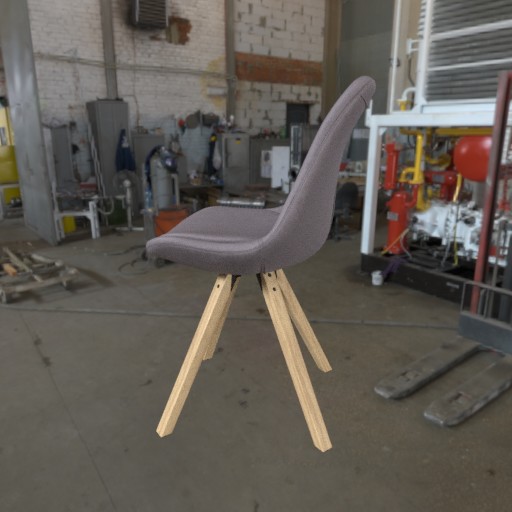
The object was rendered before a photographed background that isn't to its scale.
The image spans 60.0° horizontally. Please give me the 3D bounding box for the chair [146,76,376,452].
[{"bbox_3d":[0.000,0.000,1.188,0.547,0.865,0.483,3,16,9],"label":"chair"}]
